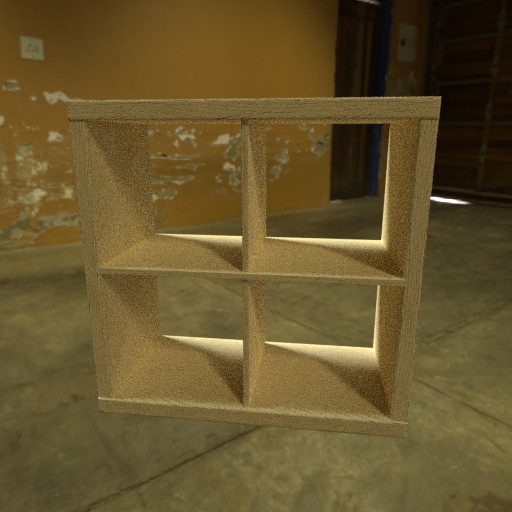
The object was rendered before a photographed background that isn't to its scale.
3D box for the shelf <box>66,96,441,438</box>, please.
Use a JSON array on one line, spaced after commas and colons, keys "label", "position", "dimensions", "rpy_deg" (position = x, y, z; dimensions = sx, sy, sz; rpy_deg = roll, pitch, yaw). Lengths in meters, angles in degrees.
[{"label": "shelf", "position": [0.000, 0.000, 1.214], "dimensions": [0.790, 0.786, 0.390], "rpy_deg": [2, 15, 7]}]
